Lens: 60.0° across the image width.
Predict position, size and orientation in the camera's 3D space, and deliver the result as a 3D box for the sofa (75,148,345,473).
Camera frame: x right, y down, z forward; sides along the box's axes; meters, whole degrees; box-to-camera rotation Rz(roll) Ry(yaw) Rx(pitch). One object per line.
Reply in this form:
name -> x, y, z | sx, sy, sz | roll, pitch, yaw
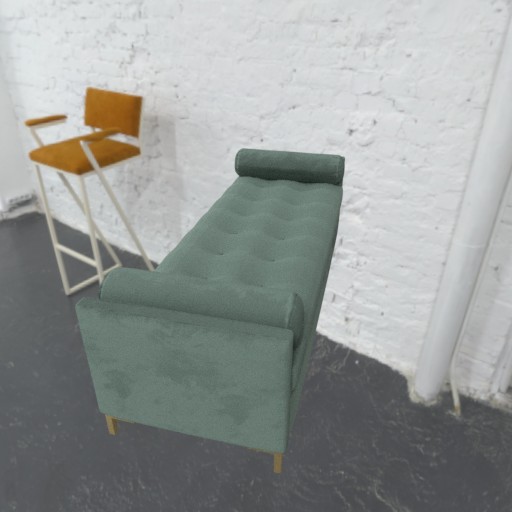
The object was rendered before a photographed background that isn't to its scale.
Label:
sofa -> 0.000, 0.000, 2.474 | 0.796, 0.705, 2.102 | 7, 30, 13
